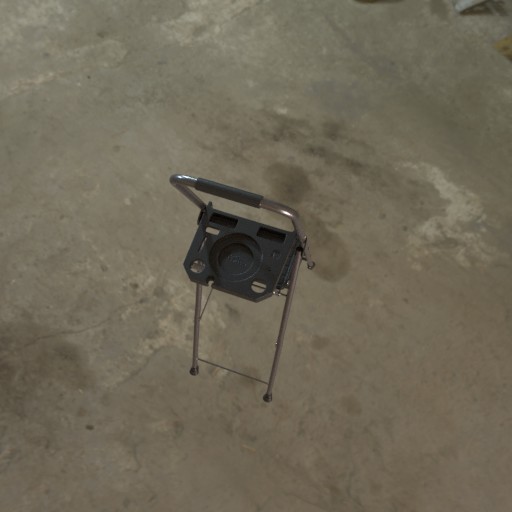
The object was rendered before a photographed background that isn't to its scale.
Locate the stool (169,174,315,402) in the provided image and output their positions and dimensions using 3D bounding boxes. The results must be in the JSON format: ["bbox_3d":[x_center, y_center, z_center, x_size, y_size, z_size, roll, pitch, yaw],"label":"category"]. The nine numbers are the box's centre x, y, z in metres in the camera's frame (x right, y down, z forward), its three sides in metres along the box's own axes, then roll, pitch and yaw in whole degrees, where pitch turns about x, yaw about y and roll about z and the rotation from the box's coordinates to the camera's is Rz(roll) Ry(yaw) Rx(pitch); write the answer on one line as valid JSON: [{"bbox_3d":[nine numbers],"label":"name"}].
[{"bbox_3d":[0.000,0.000,1.571,0.396,1.277,0.733,17,65,9],"label":"stool"}]
